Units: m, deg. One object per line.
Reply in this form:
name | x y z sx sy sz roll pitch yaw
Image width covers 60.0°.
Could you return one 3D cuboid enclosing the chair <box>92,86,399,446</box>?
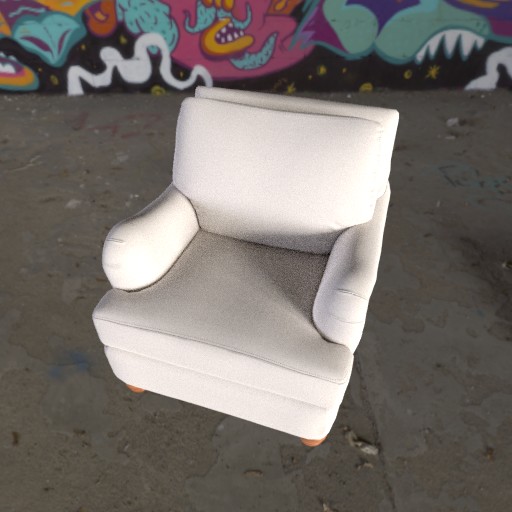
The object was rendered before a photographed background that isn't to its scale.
chair | 0.000 0.000 1.816 0.955 1.038 1.070 12 42 14
